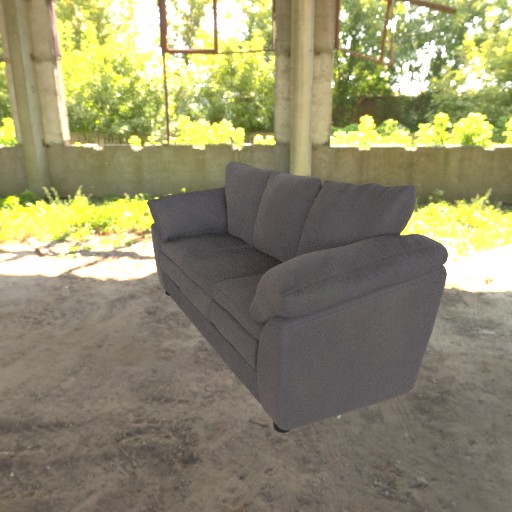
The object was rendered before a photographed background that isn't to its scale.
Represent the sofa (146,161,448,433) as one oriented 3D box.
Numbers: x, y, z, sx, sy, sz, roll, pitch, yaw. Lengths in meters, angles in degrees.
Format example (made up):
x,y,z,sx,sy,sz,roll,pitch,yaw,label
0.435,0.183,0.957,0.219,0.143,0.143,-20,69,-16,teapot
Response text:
x,y,z,sx,sy,sz,roll,pitch,yaw,label
0.000,0.000,2.839,0.878,1.073,2.336,-7,17,-25,sofa
